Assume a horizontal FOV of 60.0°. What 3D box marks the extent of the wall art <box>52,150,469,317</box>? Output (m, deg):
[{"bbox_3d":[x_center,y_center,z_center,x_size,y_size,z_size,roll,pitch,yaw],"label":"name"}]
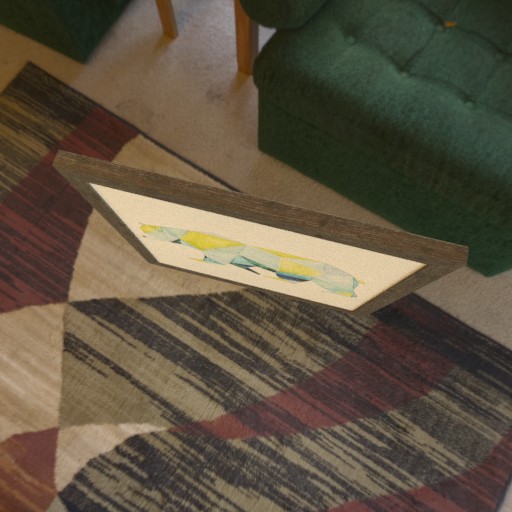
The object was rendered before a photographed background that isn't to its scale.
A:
[{"bbox_3d":[0.000,0.000,0.704,0.462,0.459,0.027,14,76,4],"label":"wall art"}]
